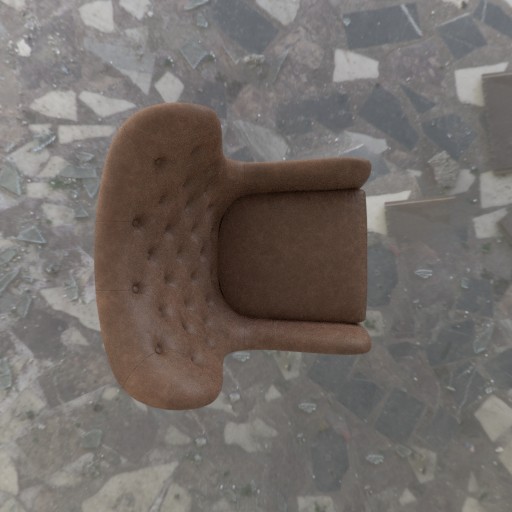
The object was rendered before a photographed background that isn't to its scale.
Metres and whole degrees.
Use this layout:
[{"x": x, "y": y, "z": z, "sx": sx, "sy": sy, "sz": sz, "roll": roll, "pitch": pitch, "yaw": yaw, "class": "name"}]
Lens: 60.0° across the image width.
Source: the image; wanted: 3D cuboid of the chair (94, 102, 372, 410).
[{"x": 0.000, "y": 0.000, "z": 1.704, "sx": 0.930, "sy": 1.079, "sz": 0.831, "roll": 0, "pitch": 90, "yaw": 0, "class": "chair"}]
